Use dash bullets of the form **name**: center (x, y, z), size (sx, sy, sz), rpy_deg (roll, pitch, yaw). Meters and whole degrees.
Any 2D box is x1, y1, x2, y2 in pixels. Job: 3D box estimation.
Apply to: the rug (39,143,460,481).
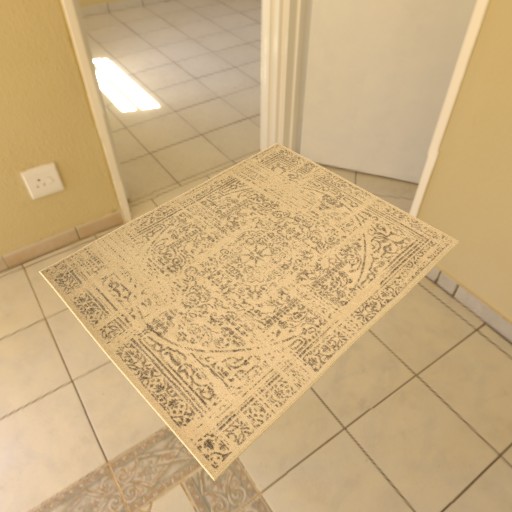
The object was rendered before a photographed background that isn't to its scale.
- **rug**: center (0.000, 0.000, 3.879), size (2.921, 0.032, 2.311), rpy_deg (-35, 55, -29)
